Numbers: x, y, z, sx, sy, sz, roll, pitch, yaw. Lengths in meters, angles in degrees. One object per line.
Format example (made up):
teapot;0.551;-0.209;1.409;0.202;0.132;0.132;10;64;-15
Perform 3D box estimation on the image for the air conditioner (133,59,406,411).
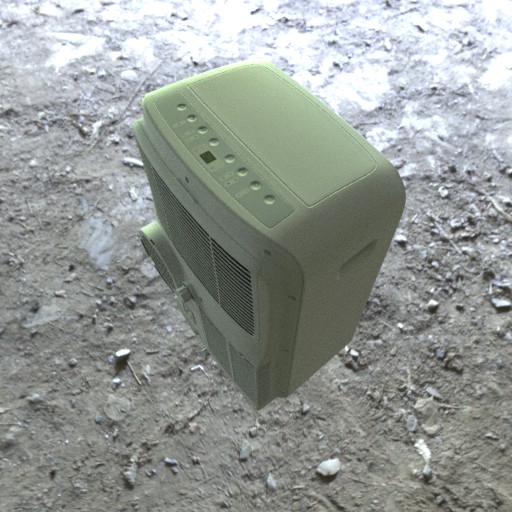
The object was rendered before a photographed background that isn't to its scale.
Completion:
air conditioner;0.000;0.000;0.955;0.365;0.700;0.454;-32;64;-18
